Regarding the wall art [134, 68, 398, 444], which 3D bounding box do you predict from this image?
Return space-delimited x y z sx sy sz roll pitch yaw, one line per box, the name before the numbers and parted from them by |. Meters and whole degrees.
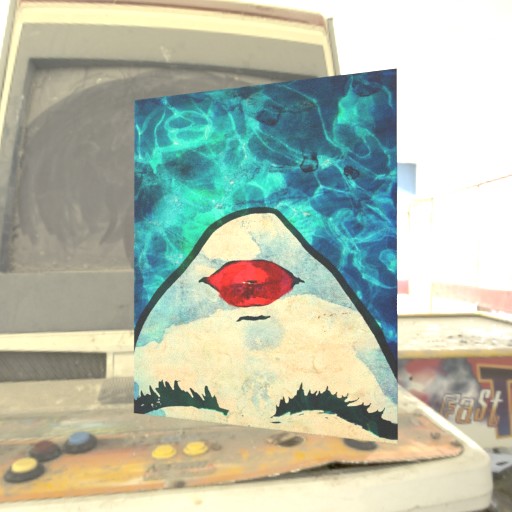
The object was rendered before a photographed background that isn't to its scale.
wall art | 0.000 0.000 1.003 0.609 0.760 0.038 0 0 17
